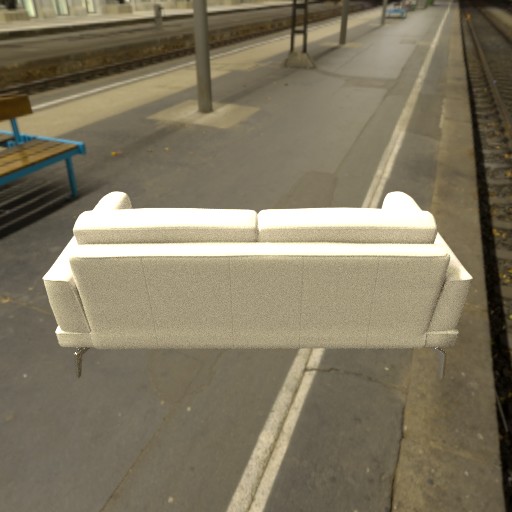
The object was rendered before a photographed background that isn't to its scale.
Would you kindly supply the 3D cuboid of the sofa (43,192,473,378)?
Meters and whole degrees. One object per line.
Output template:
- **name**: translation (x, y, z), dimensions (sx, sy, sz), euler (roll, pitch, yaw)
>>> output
- **sofa**: translation (0.000, 0.000, 2.691), dimensions (2.177, 0.930, 1.121), euler (0, 31, 0)
